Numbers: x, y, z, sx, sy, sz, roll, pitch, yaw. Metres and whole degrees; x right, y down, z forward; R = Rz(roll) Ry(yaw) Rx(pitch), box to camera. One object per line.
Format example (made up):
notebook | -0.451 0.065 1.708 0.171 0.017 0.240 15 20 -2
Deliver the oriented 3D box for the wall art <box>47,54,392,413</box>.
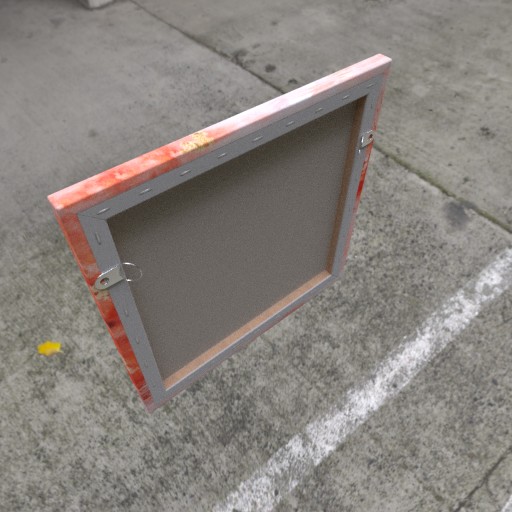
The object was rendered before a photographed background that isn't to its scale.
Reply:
wall art | 0.000 0.000 1.071 0.747 0.746 0.064 -31 56 -25
